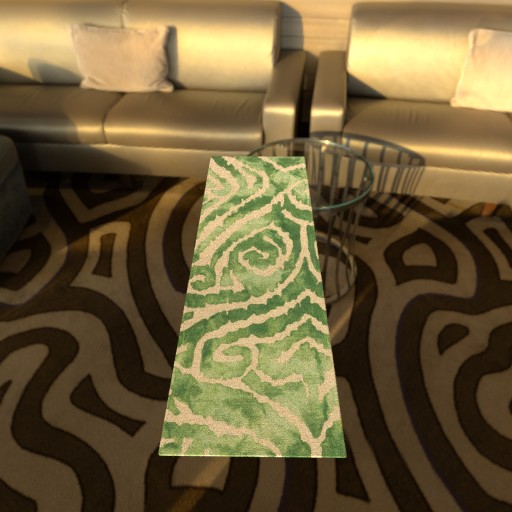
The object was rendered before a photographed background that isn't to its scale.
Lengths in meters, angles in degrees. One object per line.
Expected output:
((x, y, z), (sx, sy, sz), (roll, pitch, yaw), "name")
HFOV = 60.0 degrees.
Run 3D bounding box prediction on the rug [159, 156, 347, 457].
((0.000, 0.000, 2.704), (0.761, 0.006, 2.438), (0, 42, 1), "rug")
